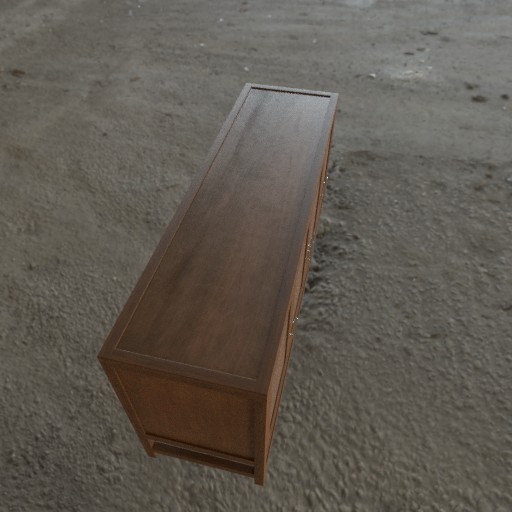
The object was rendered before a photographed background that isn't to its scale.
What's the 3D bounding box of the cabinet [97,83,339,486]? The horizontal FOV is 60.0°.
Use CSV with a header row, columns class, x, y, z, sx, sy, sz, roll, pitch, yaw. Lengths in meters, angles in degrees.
class,x,y,z,sx,sy,sz,roll,pitch,yaw
cabinet,0.000,0.000,2.085,0.522,0.820,1.708,10,48,9
